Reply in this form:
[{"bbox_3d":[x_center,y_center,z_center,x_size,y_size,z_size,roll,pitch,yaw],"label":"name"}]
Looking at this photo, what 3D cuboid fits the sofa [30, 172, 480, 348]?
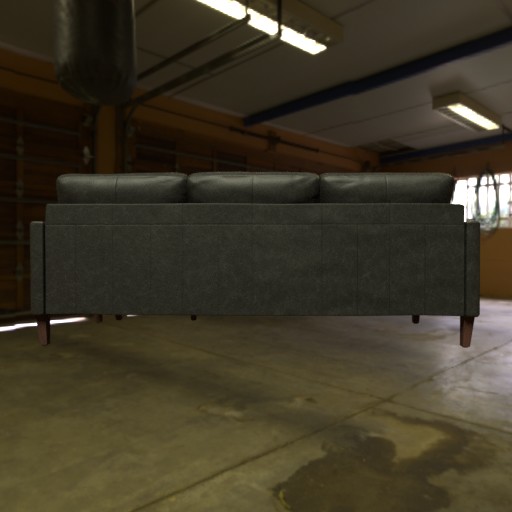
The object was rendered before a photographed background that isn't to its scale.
[{"bbox_3d":[0.000,0.000,2.862,2.178,0.876,1.497,0,1,1],"label":"sofa"}]
